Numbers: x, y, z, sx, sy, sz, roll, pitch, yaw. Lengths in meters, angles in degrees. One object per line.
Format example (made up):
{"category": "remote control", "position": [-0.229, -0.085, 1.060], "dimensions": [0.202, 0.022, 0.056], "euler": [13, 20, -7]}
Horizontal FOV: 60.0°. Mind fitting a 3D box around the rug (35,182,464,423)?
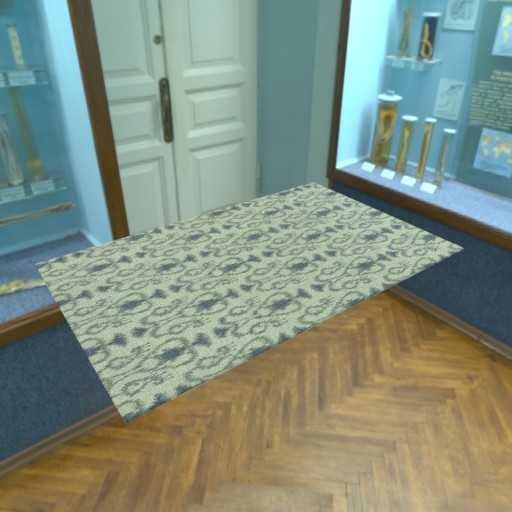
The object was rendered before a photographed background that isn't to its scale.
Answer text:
{"category": "rug", "position": [0.000, 0.000, 2.006], "dimensions": [1.652, 0.006, 1.035], "euler": [-21, 36, -30]}
